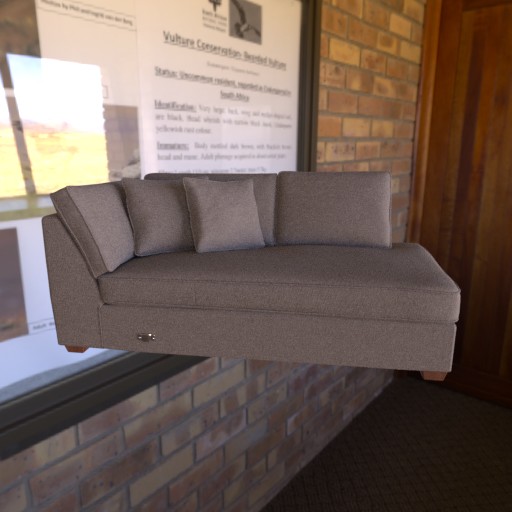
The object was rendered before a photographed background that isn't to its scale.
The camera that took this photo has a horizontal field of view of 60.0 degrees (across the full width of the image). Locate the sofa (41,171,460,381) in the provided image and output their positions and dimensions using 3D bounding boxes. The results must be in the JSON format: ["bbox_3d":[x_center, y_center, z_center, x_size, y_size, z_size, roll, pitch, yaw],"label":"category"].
[{"bbox_3d":[0.000,0.000,2.820,2.237,1.033,1.110,2,14,8],"label":"sofa"}]
